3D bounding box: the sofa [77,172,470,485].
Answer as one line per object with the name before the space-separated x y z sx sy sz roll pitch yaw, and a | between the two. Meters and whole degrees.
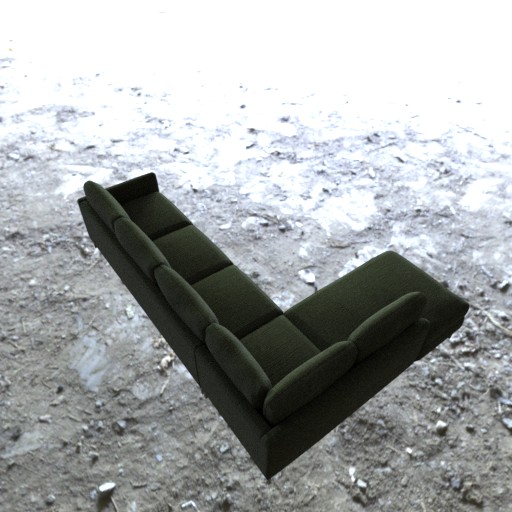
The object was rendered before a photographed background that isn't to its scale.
sofa | 0.000 0.000 3.849 2.007 0.815 2.949 -28 50 -26
